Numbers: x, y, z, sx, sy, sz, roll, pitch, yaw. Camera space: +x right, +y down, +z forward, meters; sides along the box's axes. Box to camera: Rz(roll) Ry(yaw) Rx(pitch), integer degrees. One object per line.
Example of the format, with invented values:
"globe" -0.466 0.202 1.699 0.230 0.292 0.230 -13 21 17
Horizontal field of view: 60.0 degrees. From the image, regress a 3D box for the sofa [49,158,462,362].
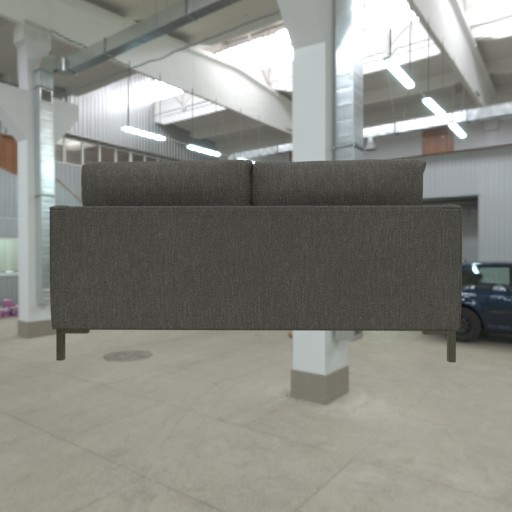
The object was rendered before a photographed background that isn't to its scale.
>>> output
"sofa" 0.000 0.000 2.195 1.682 0.840 0.875 0 0 1
